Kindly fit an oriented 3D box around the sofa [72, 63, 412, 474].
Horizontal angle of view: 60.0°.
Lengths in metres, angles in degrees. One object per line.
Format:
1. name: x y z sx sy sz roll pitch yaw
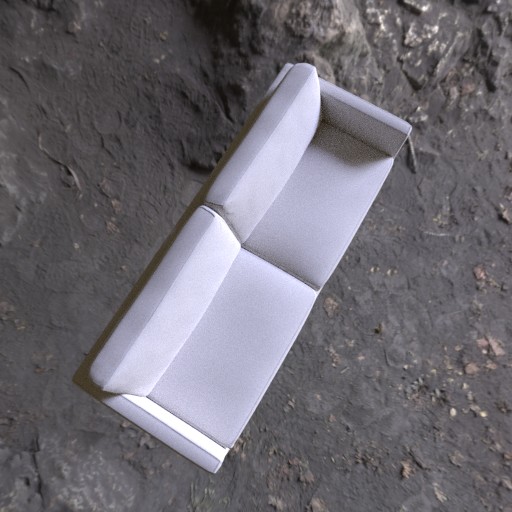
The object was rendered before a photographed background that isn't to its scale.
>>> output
1. sofa: 0.000 0.000 2.825 0.951 0.962 2.361 30 77 8
